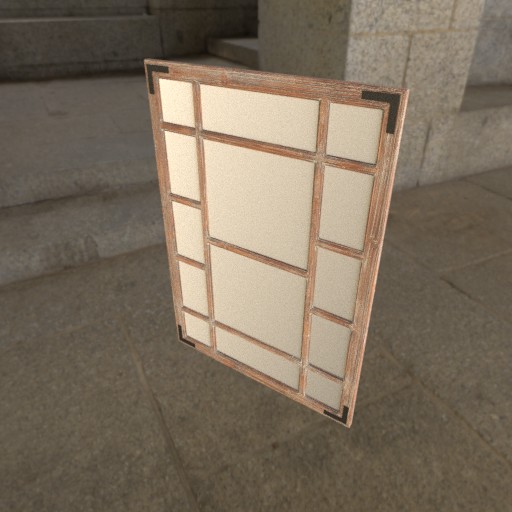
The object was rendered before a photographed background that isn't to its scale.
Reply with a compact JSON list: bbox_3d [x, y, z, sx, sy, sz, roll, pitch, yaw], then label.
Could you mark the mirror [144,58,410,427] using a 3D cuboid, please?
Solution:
[{"bbox_3d":[0.000,0.000,1.278,0.705,0.996,0.025,19,37,28],"label":"mirror"}]
